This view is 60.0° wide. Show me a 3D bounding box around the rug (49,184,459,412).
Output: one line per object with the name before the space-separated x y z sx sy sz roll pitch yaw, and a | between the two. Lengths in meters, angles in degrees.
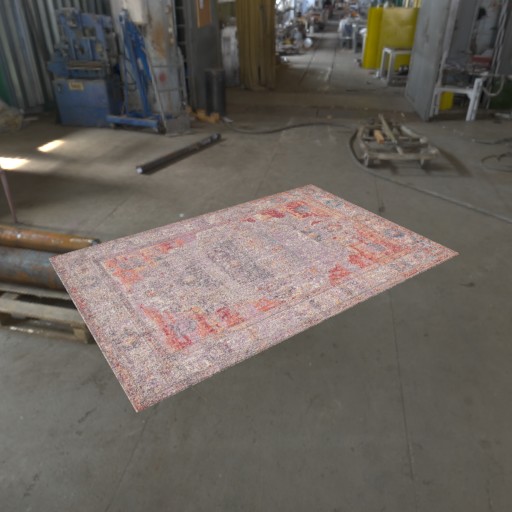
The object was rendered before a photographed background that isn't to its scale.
rug | 0.000 0.000 2.369 1.829 0.005 1.219 -20 36 -29
